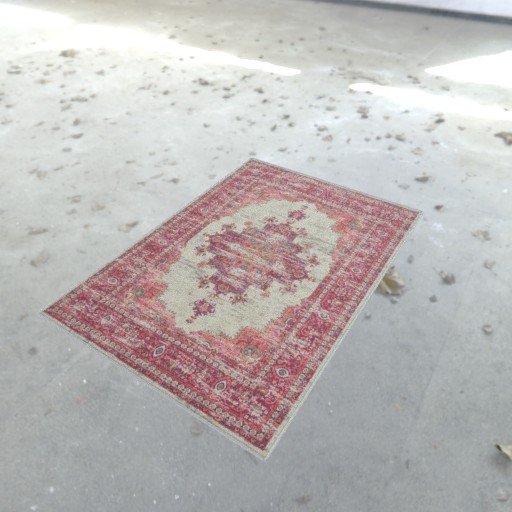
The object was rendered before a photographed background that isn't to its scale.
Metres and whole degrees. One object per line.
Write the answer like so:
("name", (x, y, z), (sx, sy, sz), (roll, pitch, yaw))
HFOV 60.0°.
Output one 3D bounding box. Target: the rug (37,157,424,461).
("rug", (0.000, 0.000, 2.293), (1.217, 0.011, 1.747), (23, 45, 25))
